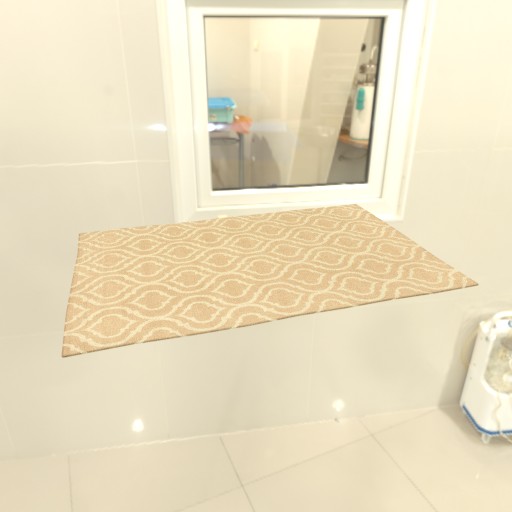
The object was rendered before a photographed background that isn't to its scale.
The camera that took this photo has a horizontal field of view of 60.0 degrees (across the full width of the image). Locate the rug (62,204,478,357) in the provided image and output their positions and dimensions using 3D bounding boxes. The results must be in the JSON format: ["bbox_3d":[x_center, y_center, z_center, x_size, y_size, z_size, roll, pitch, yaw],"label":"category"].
[{"bbox_3d":[0.000,0.000,2.247,1.761,0.013,1.152,-8,27,-15],"label":"rug"}]
